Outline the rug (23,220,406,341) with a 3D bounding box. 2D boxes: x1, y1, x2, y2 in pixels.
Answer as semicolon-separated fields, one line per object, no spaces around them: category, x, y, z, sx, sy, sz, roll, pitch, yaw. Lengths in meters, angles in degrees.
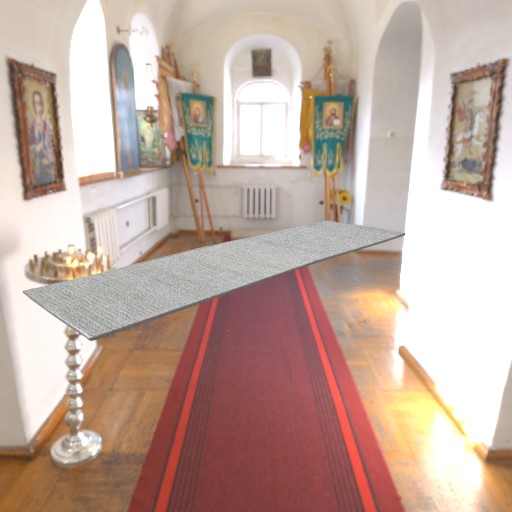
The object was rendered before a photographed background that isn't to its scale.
rug;0.000;0.000;2.581;2.341;0.037;0.675;-15;22;-43
